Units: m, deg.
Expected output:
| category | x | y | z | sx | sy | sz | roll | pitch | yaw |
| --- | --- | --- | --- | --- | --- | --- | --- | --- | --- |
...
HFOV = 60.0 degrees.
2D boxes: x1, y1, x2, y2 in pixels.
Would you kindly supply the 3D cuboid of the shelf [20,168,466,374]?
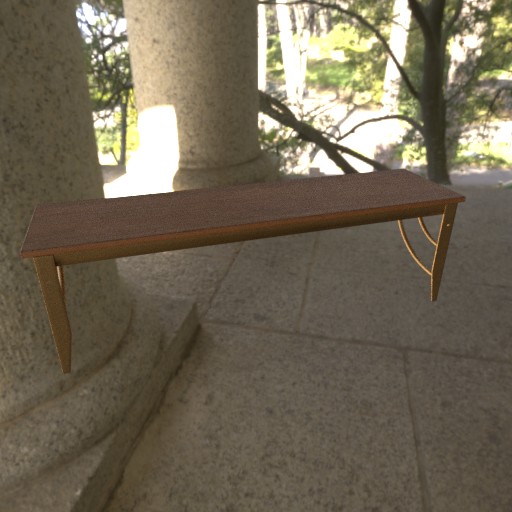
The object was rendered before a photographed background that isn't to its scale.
| category | x | y | z | sx | sy | sz | roll | pitch | yaw |
| --- | --- | --- | --- | --- | --- | --- | --- | --- | --- |
| shelf | 0.000 | 0.000 | 0.720 | 0.636 | 0.190 | 0.166 | -8 | 28 | -16 |
